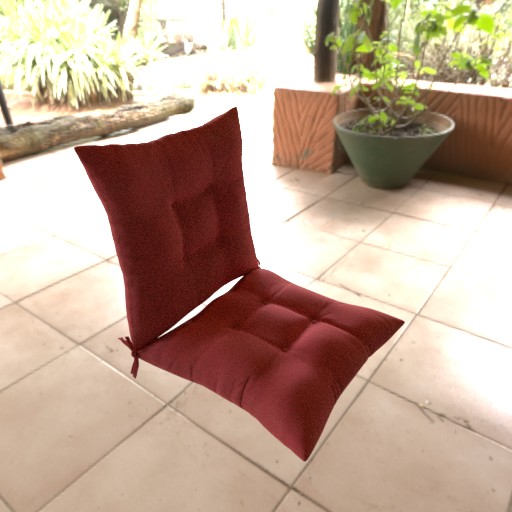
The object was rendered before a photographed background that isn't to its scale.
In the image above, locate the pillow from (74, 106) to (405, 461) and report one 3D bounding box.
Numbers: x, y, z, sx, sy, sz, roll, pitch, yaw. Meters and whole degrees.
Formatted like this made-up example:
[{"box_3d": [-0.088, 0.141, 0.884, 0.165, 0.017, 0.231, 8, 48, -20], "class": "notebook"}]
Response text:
[{"box_3d": [0.000, 0.000, 1.011, 0.585, 0.536, 0.541, 19, 34, 31], "class": "pillow"}]
